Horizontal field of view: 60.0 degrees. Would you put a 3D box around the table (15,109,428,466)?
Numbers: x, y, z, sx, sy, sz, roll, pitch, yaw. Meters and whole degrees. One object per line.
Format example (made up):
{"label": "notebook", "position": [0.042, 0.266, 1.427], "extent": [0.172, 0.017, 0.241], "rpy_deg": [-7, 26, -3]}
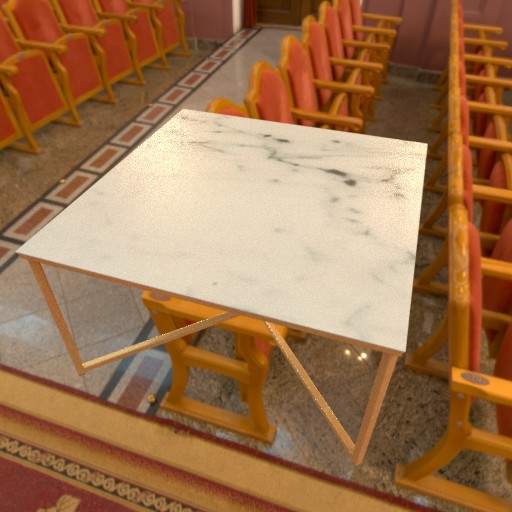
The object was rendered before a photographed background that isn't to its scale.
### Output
{"label": "table", "position": [0.000, 0.000, 1.269], "extent": [0.800, 0.450, 0.800], "rpy_deg": [13, 42, 14]}
